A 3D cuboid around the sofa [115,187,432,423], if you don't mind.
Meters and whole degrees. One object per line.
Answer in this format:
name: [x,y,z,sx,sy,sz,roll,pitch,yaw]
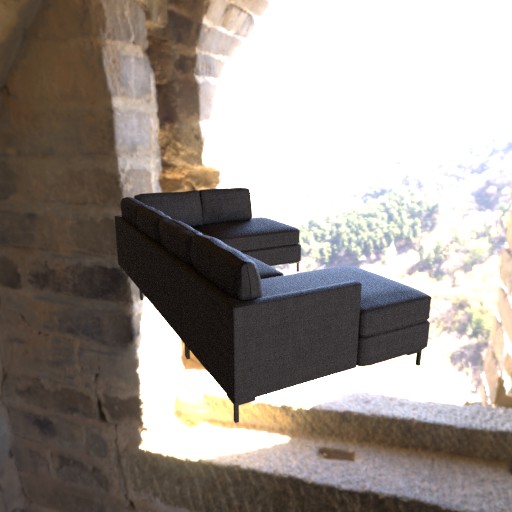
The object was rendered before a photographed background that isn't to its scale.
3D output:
sofa: [0.000,0.000,4.356,2.048,0.999,3.423,-8,17,-27]
